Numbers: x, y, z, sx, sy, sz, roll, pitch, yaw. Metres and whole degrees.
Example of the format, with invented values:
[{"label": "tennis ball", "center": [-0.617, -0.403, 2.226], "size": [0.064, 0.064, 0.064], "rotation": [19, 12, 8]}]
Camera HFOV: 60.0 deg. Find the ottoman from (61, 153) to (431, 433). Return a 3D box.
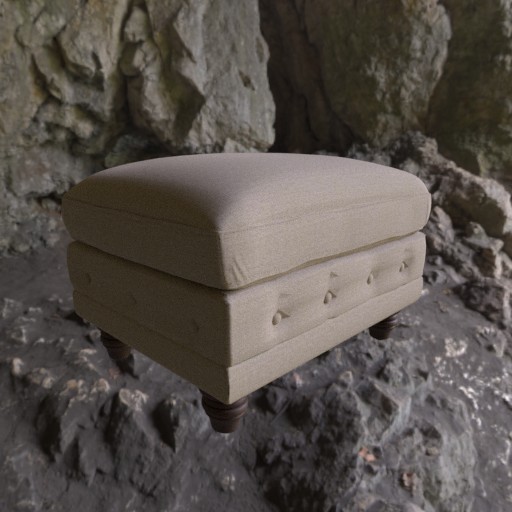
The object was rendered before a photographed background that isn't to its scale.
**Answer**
[{"label": "ottoman", "center": [0.000, 0.000, 1.027], "size": [0.684, 0.463, 0.541], "rotation": [-14, 20, -43]}]
